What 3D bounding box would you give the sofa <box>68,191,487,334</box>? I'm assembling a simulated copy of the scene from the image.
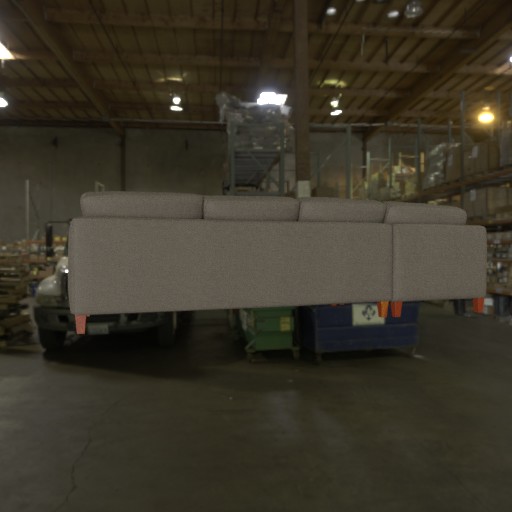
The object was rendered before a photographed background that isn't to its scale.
[{"bbox_3d":[0.000,0.000,4.424,3.302,0.947,2.593,0,0,-19],"label":"sofa"}]
